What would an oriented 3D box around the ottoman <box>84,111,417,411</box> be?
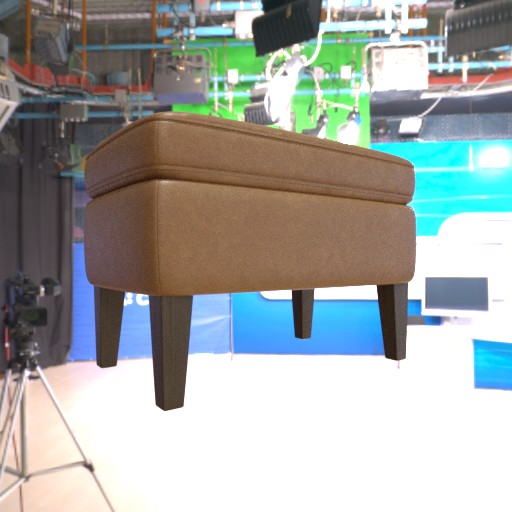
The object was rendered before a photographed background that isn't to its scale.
[{"bbox_3d":[0.000,0.000,0.987,0.670,0.480,0.420,0,0,-36],"label":"ottoman"}]
